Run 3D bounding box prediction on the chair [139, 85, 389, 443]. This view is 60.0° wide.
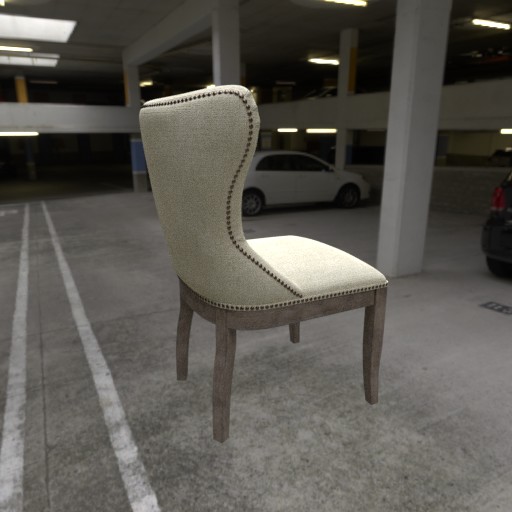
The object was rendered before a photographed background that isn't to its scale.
[{"bbox_3d":[0.000,0.000,1.468,0.681,1.002,0.654,-8,18,-26],"label":"chair"}]
